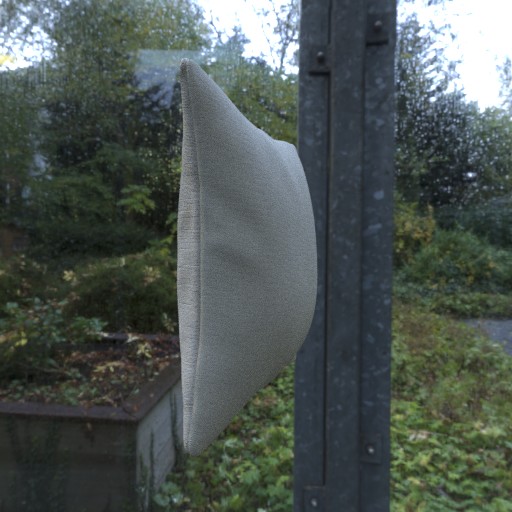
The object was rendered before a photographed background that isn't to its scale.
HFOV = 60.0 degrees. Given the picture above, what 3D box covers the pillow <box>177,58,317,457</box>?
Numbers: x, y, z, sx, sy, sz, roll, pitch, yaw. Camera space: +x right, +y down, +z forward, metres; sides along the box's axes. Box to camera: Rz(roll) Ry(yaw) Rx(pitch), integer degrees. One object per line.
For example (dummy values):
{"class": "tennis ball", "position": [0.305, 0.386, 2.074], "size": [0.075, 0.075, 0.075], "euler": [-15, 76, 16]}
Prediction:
{"class": "pillow", "position": [0.000, 0.000, 0.661], "size": [0.162, 0.420, 0.437], "euler": [1, 2, 19]}
